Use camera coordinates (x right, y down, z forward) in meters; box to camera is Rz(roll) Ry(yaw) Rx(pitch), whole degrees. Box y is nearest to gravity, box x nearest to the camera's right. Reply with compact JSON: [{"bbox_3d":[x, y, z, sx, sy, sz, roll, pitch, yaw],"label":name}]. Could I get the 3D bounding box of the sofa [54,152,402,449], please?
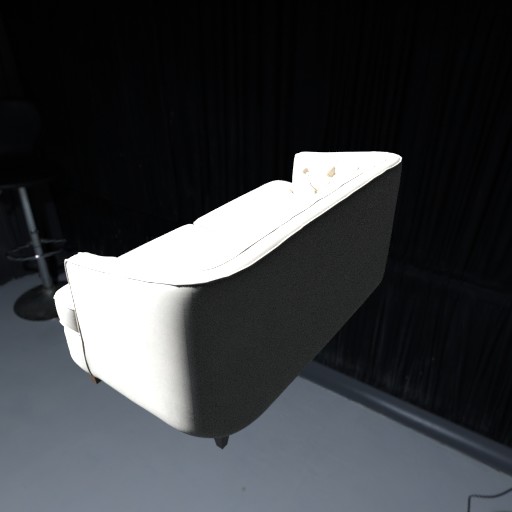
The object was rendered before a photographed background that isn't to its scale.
[{"bbox_3d":[0.000,0.000,2.259,0.940,0.878,1.731,20,36,31],"label":"sofa"}]
